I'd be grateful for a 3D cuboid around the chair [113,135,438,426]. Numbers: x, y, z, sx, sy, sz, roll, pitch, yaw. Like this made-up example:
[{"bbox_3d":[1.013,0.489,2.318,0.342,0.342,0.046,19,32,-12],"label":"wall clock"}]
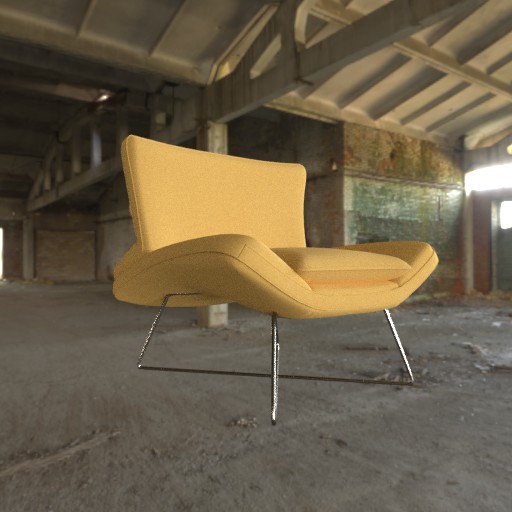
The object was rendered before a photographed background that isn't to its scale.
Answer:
[{"bbox_3d":[0.000,0.000,1.646,0.859,0.855,1.008,0,0,-37],"label":"chair"}]
